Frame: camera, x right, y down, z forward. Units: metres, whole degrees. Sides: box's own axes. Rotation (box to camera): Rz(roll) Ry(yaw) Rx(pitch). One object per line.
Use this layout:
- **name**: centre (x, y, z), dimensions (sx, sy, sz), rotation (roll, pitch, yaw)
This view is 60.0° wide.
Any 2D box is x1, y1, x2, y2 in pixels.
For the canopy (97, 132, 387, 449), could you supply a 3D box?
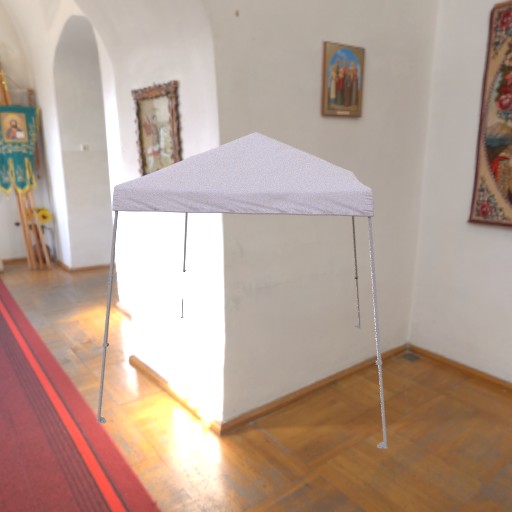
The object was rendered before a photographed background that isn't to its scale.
- **canopy**: centre (0.000, 0.000, 5.296), dimensions (2.849, 2.850, 2.850), rotation (2, 14, 8)
